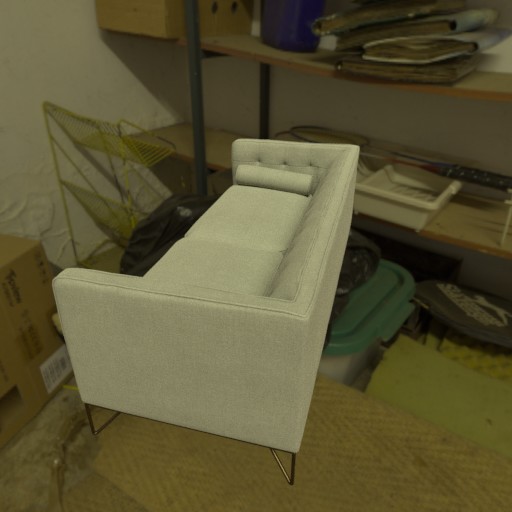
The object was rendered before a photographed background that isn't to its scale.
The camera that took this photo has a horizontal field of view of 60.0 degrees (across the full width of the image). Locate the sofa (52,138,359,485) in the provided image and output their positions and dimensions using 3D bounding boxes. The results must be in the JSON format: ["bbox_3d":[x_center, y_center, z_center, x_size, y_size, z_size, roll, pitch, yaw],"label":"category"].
[{"bbox_3d":[0.000,0.000,2.454,0.912,0.798,2.079,8,29,14],"label":"sofa"}]
